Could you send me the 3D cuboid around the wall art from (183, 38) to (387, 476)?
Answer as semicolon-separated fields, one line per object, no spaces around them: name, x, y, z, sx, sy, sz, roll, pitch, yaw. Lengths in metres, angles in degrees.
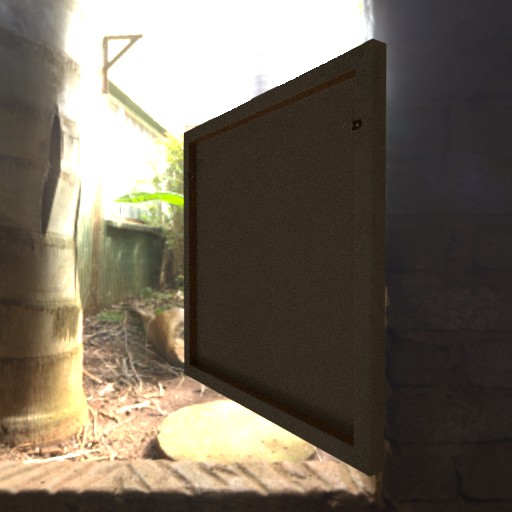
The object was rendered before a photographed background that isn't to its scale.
wall art;0.000;0.000;1.092;0.041;0.762;0.762;-1;1;-34
